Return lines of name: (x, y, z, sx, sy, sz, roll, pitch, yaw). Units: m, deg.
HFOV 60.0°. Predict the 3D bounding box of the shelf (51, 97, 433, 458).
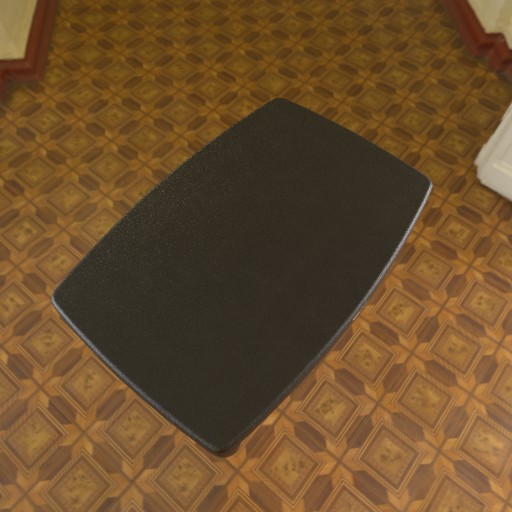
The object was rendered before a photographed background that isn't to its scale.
shelf: (0.000, 0.000, 0.537, 0.280, 0.100, 0.410, 35, 66, 18)
